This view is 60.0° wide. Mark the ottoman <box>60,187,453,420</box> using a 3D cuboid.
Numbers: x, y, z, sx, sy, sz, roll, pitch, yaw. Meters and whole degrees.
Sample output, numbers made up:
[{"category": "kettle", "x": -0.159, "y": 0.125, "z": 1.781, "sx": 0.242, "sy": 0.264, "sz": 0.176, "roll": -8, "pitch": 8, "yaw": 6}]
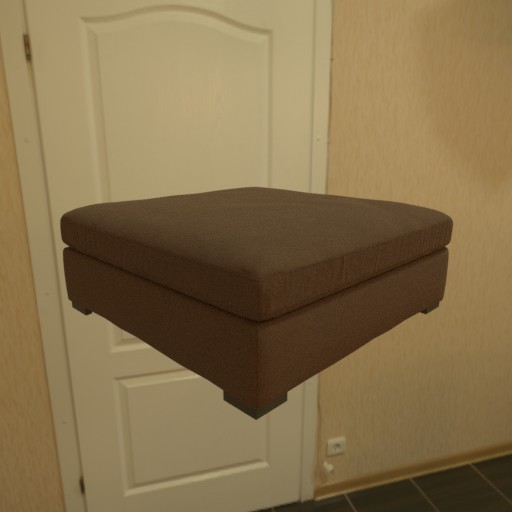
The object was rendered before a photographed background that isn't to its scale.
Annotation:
[{"category": "ottoman", "x": 0.000, "y": 0.000, "z": 1.864, "sx": 1.181, "sy": 0.470, "sz": 1.181, "roll": 15, "pitch": 21, "yaw": 43}]
